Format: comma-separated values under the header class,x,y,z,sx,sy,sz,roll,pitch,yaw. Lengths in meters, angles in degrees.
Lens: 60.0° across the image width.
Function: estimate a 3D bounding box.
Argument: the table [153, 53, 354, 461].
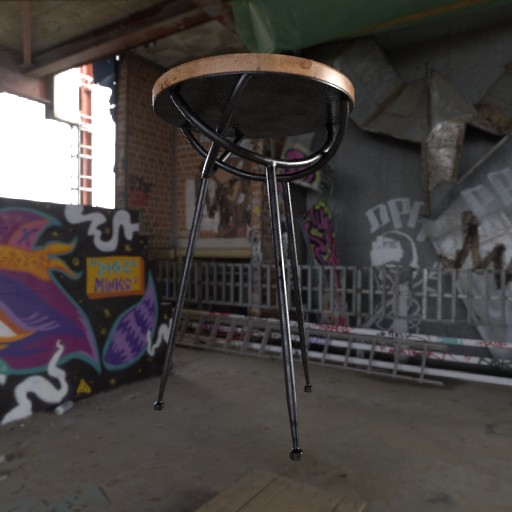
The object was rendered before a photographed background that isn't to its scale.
class,x,y,z,sx,sy,sz,roll,pitch,yaw
table,0.000,0.000,0.925,0.418,0.664,0.414,0,0,-37
